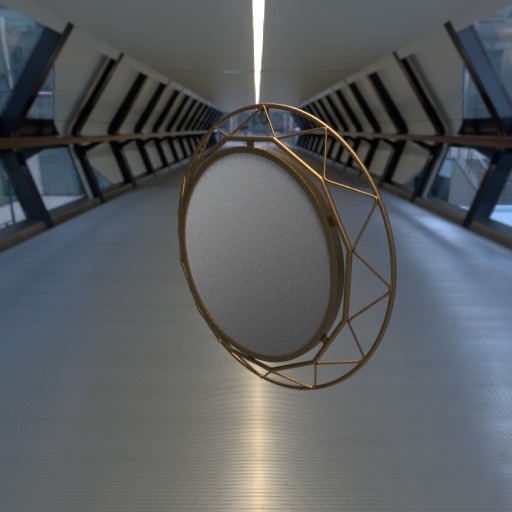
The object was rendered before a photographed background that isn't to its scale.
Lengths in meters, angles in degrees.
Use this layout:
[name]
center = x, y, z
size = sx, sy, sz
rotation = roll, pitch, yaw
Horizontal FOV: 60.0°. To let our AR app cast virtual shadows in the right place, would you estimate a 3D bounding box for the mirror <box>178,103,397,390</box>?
[mirror]
center = 0.000, 0.000, 0.695
size = 0.454, 0.454, 0.043
rotation = 16, 23, 42
